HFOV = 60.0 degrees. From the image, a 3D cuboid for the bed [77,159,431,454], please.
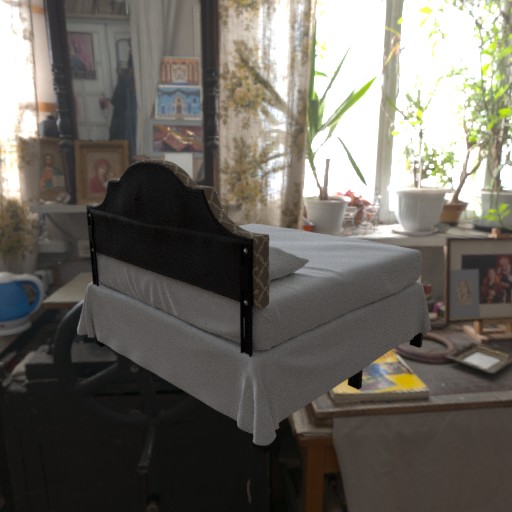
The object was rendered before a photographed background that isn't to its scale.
[{"bbox_3d":[0.000,0.000,3.681,2.314,1.601,2.222,13,19,43],"label":"bed"}]
